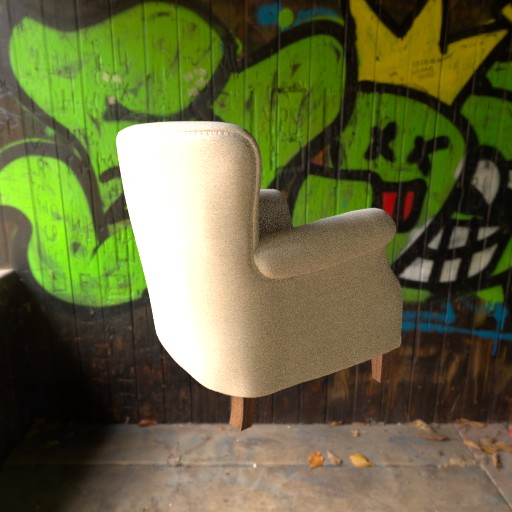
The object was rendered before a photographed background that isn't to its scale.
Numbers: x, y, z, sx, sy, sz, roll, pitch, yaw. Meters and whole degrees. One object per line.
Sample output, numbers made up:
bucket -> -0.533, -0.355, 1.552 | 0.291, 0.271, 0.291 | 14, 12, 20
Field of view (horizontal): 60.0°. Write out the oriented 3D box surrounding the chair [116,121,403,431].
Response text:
chair -> 0.000, 0.000, 1.658 | 0.921, 0.936, 0.861 | -8, 17, -27
